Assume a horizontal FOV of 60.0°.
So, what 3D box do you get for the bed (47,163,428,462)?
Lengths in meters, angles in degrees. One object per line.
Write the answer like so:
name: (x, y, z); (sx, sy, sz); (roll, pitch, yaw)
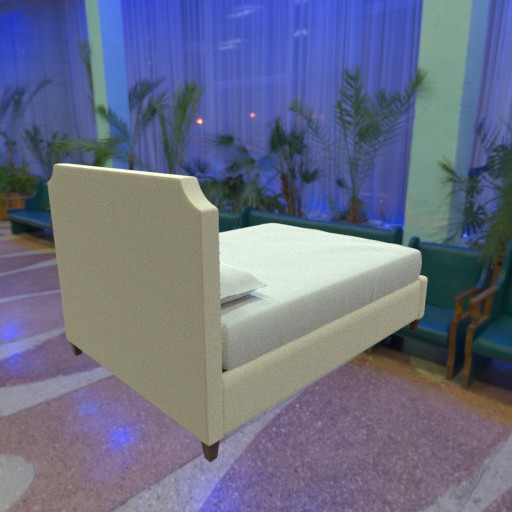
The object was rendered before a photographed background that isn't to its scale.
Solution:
bed: (0.000, 0.000, 3.377); (2.329, 1.415, 1.703); (-15, 21, -43)
